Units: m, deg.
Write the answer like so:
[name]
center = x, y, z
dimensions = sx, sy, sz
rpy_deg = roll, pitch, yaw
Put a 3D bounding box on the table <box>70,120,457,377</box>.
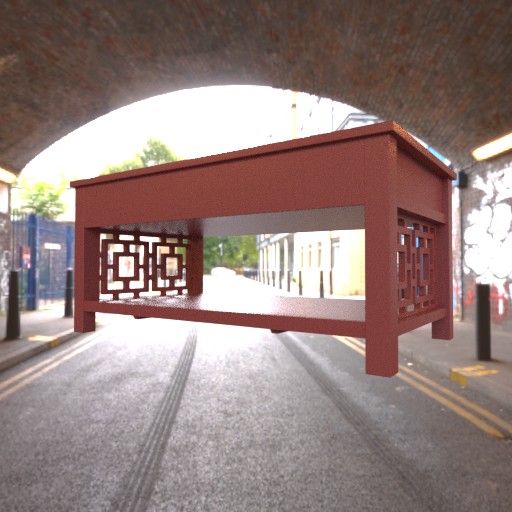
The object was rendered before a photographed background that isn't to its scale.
[table]
center = 0.000, 0.000, 1.397
dimensions = 1.068, 0.493, 0.612
rpy_deg = -1, -2, 35
